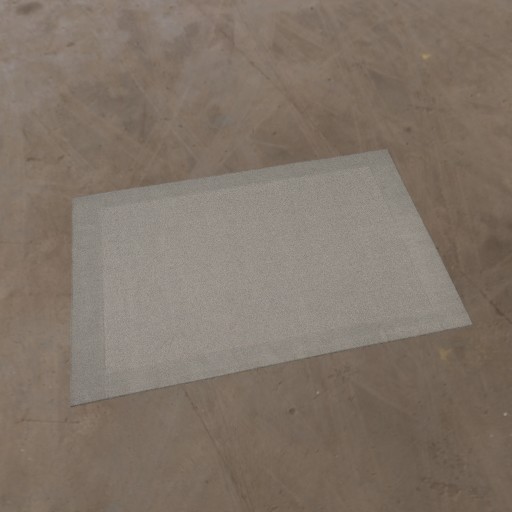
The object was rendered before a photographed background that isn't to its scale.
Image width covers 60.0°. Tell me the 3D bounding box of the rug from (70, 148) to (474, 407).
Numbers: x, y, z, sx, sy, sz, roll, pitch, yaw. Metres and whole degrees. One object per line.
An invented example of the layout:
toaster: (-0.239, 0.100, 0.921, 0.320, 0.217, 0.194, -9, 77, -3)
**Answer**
rug: (0.000, 0.000, 2.995, 2.438, 0.014, 1.524, -10, 59, -6)
